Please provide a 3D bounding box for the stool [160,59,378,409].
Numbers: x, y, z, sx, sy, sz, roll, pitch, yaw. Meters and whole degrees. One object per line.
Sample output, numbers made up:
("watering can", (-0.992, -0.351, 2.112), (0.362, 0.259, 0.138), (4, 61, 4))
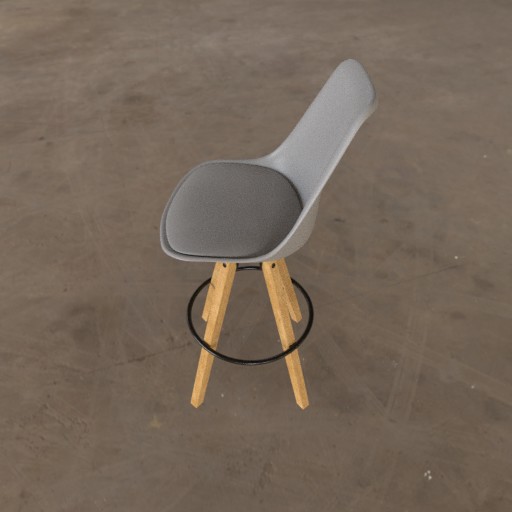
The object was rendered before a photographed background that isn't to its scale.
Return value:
("stool", (0.000, 0.000, 1.396), (0.550, 1.115, 0.485), (1, 43, 1))
